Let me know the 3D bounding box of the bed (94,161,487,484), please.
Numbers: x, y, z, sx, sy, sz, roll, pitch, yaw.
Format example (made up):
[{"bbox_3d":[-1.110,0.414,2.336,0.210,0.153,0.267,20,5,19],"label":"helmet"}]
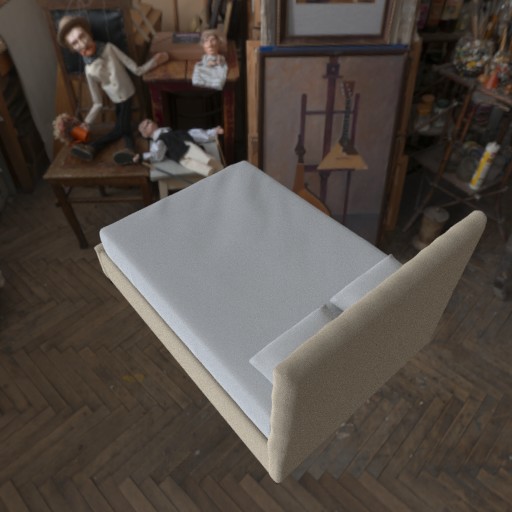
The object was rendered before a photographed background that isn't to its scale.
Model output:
[{"bbox_3d":[0.000,0.000,3.399,1.698,1.427,2.387,-32,54,-27],"label":"bed"}]
